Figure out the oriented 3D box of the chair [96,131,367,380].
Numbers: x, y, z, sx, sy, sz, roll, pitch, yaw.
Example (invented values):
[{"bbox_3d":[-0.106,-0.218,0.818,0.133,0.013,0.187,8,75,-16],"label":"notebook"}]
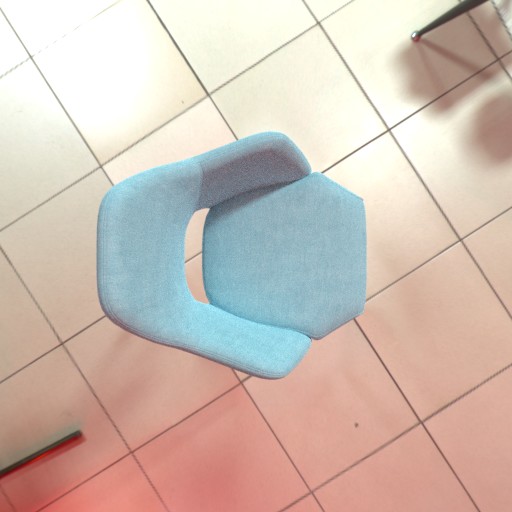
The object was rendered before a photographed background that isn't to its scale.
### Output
[{"bbox_3d":[0.000,0.000,1.259,0.610,0.840,0.590,0,90,1],"label":"chair"}]
